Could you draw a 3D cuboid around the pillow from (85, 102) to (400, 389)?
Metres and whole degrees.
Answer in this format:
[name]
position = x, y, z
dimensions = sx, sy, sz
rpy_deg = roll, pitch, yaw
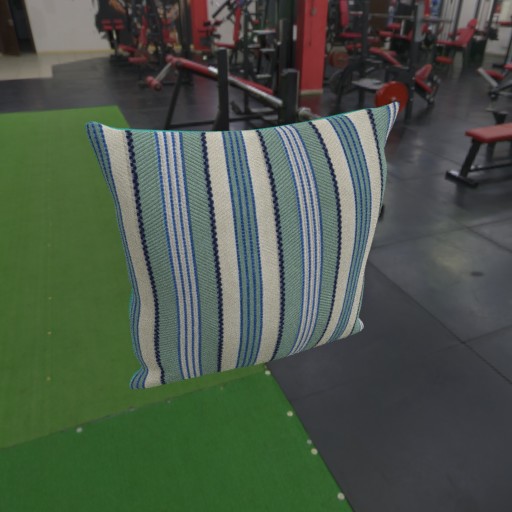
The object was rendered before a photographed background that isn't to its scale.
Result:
[pillow]
position = 0.000, 0.000, 0.681
dimensions = 0.440, 0.441, 0.182
rpy_deg = -10, 32, -16
